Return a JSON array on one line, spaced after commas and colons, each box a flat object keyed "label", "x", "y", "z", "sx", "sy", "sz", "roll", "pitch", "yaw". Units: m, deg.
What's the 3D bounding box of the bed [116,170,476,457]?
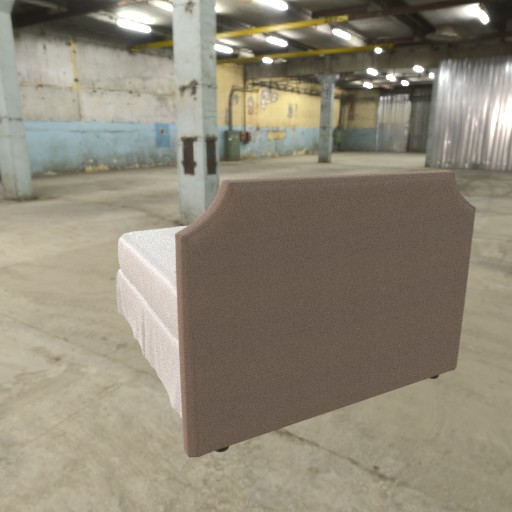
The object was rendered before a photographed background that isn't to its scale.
[{"label": "bed", "x": 0.000, "y": 0.000, "z": 3.215, "sx": 1.828, "sy": 1.303, "sz": 2.164, "roll": -8, "pitch": 16, "yaw": -27}]
